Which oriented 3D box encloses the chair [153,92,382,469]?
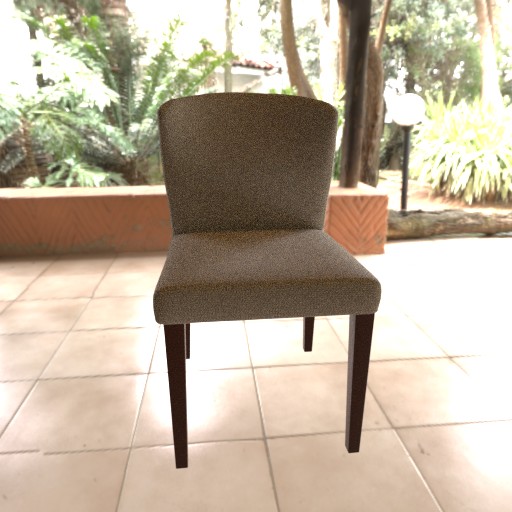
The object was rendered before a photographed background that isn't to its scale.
[{"bbox_3d":[0.000,0.000,1.167,0.491,0.839,0.589,-2,17,-7],"label":"chair"}]
